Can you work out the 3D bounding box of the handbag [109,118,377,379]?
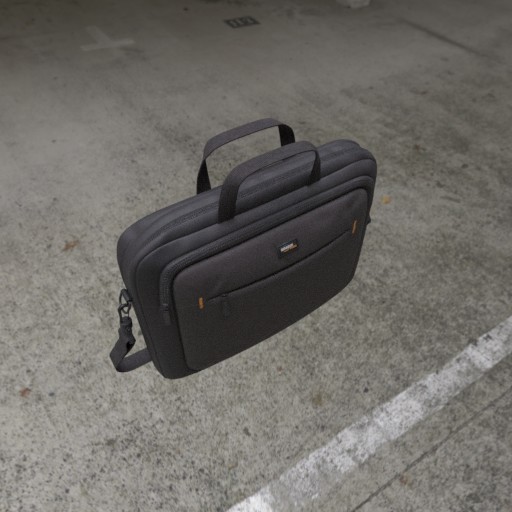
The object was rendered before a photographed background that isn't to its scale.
[{"bbox_3d":[0.000,0.000,0.434,0.320,0.244,0.089,-26,52,-22],"label":"handbag"}]
